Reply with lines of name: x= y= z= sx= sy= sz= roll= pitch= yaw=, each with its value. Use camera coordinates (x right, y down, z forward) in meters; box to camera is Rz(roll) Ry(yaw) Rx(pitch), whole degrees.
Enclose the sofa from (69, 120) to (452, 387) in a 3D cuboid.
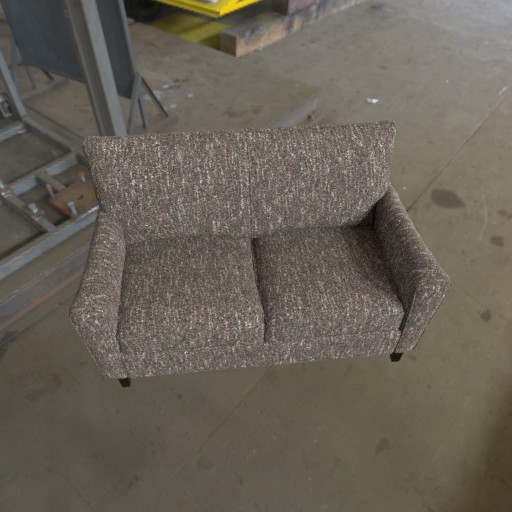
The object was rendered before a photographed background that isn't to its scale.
sofa: x=0.000 y=0.000 z=2.107 sx=1.519 sy=0.946 sz=0.801 roll=-4 pitch=47 yaw=-4
